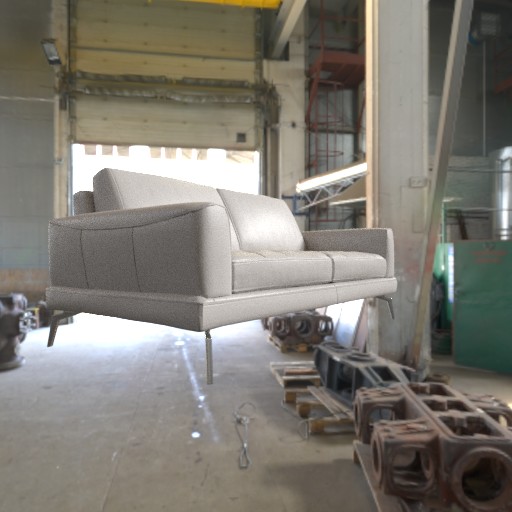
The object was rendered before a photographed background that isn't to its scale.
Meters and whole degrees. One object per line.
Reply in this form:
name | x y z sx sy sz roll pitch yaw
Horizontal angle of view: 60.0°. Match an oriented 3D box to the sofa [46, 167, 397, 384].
sofa | 0.000 0.000 2.766 1.121 0.930 2.177 0 0 36
